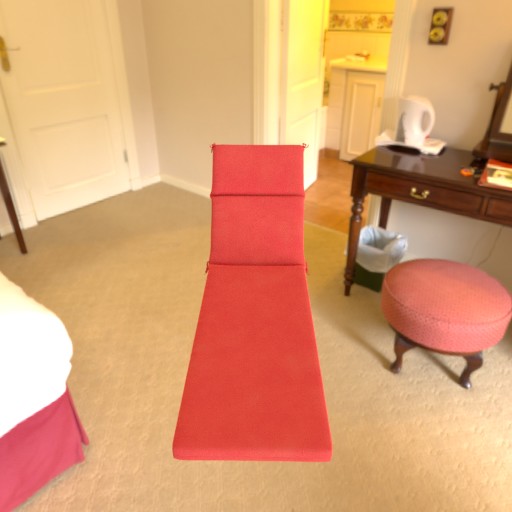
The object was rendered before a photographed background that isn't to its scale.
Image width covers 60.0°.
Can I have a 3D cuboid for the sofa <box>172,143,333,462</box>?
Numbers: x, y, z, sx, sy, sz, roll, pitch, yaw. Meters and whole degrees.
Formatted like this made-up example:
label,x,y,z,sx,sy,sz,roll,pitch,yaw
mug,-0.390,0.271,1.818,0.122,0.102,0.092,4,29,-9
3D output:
label,x,y,z,sx,sy,sz,roll,pitch,yaw
sofa,0.000,0.000,2.005,0.582,0.622,1.663,0,29,1
